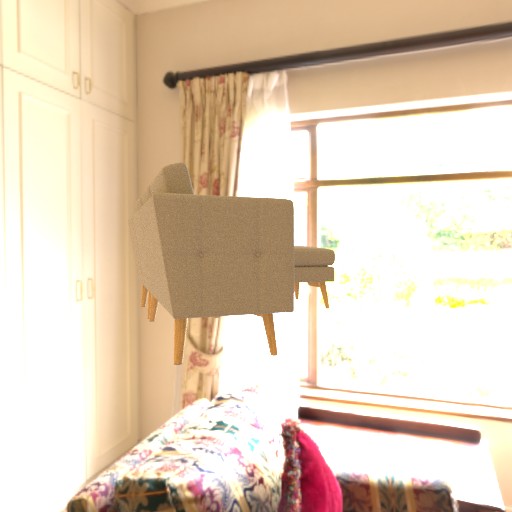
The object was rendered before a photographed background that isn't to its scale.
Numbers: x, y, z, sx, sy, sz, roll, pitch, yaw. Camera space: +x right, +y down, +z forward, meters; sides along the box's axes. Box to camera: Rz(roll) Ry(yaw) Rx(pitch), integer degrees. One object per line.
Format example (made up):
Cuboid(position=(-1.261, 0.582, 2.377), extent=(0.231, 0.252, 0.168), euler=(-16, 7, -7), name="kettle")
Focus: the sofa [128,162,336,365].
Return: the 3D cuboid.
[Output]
Cuboid(position=(0.000, 0.000, 2.920), extent=(1.530, 0.860, 2.040), euler=(-1, 2, -19), name="sofa")
